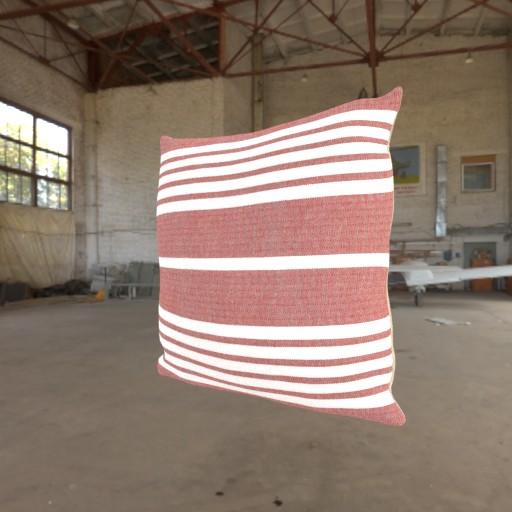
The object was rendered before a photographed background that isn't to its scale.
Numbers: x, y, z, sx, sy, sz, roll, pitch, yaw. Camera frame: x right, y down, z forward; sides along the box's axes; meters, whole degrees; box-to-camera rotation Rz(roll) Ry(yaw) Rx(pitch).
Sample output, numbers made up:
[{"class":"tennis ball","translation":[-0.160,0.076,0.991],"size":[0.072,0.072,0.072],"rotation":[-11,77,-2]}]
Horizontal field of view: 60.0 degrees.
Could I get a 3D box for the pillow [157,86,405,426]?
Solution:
[{"class":"pillow","translation":[0.000,0.000,0.666],"size":[0.439,0.427,0.182],"rotation":[0,0,36]}]
